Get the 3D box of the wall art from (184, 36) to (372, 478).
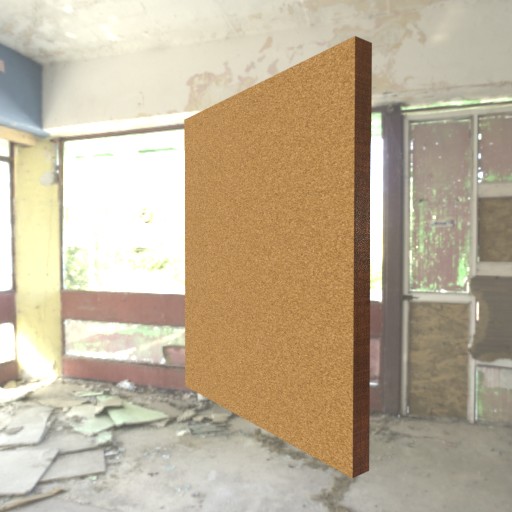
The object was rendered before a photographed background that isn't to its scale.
[{"bbox_3d":[0.000,0.000,0.765,0.033,0.567,0.467,-1,2,-36],"label":"wall art"}]
